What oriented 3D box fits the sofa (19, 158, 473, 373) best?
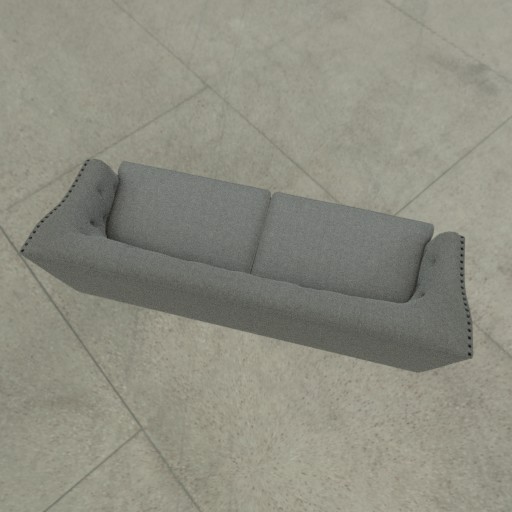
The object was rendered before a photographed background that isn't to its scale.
[{"bbox_3d":[0.000,0.000,2.652,2.235,0.901,0.914,12,65,6],"label":"sofa"}]
